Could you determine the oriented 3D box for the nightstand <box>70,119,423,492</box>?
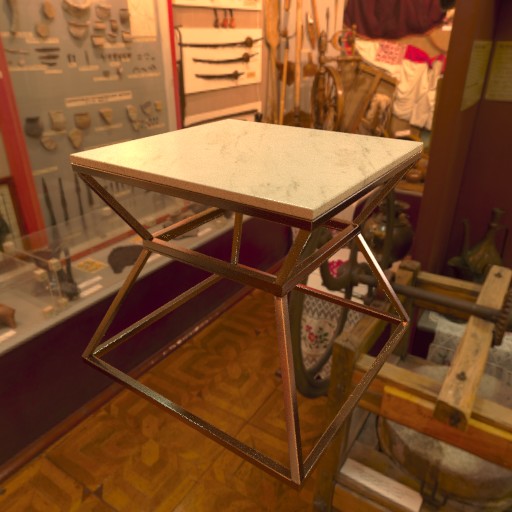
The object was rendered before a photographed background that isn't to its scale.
[{"bbox_3d":[0.000,0.000,0.879,0.513,0.426,0.514,17,31,31],"label":"nightstand"}]
